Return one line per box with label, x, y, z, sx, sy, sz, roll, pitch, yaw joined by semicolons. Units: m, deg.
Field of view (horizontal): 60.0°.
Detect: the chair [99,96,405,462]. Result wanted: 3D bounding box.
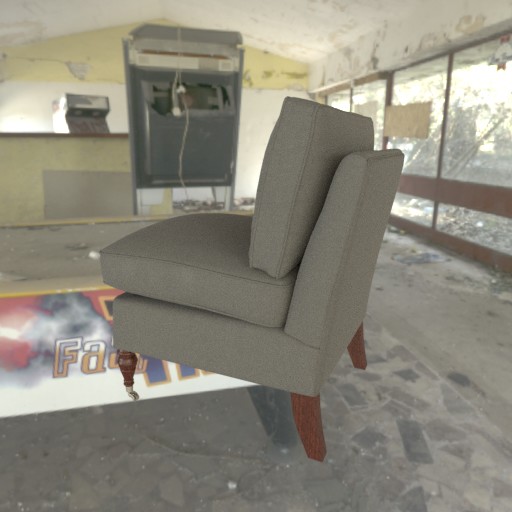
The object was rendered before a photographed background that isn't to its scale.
chair;0.000;0.000;1.647;0.924;1.045;0.724;7;16;24
